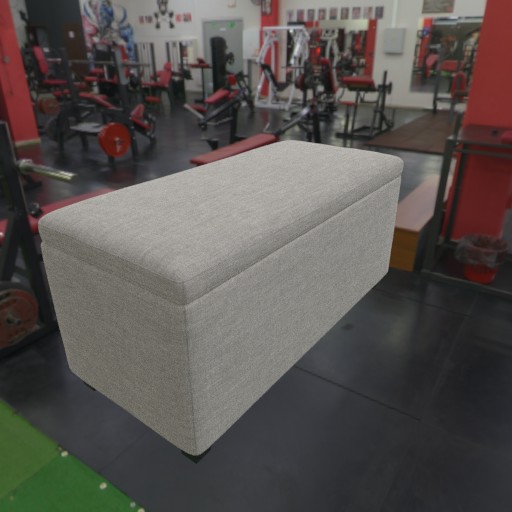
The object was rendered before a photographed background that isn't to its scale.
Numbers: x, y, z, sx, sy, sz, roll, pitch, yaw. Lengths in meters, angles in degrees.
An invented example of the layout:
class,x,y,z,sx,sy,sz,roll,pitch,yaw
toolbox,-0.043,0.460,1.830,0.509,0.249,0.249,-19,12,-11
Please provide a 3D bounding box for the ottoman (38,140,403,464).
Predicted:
class,x,y,z,sx,sy,sz,roll,pitch,yaw
ottoman,0.000,0.000,1.131,0.419,0.432,0.902,18,32,33
